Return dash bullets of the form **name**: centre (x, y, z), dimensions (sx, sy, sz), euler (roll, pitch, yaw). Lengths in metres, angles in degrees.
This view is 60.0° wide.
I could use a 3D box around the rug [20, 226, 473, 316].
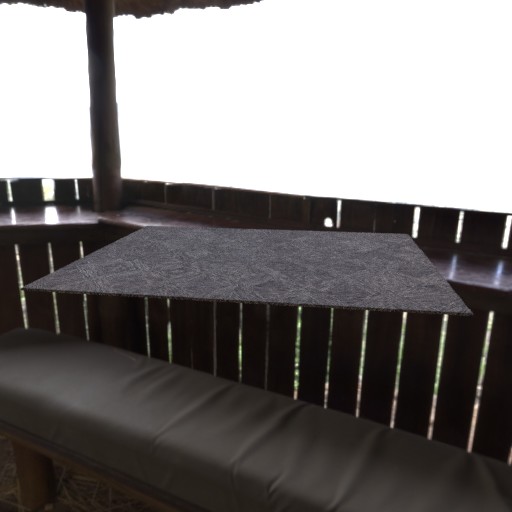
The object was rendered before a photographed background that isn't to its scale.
- **rug**: centre (0.000, 0.000, 4.229), dimensions (3.204, 0.017, 2.448), euler (2, 15, 9)
